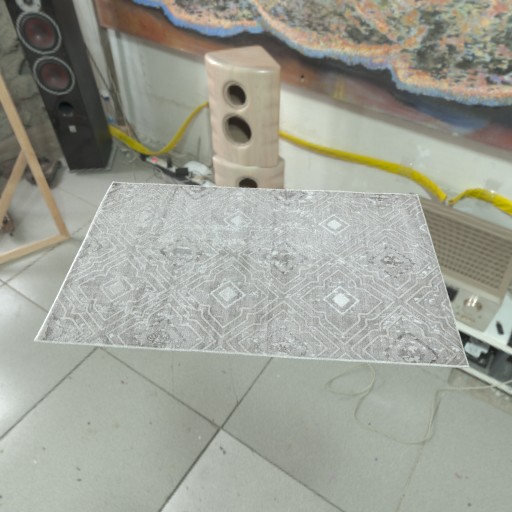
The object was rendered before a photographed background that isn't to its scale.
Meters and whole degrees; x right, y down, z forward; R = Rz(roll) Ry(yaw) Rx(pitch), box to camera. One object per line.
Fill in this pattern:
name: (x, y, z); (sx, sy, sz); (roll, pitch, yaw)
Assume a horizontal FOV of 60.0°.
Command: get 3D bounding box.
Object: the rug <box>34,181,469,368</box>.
rug: (0.000, 0.000, 3.014); (2.447, 0.036, 1.537); (3, 46, 3)
